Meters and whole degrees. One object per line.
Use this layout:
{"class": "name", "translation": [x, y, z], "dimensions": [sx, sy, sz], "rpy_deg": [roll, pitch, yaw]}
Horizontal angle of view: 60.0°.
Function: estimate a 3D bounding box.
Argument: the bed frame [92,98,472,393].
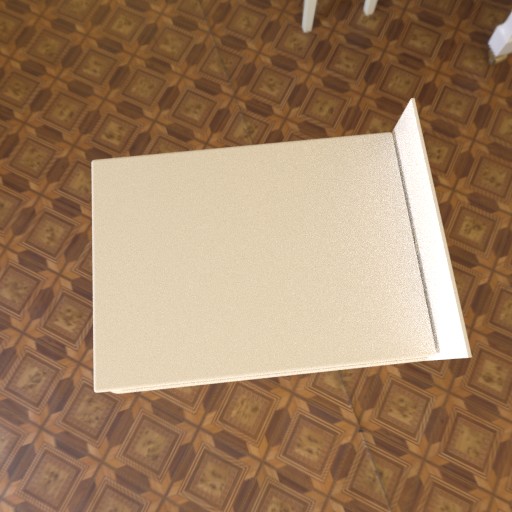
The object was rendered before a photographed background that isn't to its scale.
{"class": "bed frame", "translation": [0.000, 0.000, 2.626], "dimensions": [1.900, 0.800, 1.400], "rpy_deg": [-6, 75, -2]}
